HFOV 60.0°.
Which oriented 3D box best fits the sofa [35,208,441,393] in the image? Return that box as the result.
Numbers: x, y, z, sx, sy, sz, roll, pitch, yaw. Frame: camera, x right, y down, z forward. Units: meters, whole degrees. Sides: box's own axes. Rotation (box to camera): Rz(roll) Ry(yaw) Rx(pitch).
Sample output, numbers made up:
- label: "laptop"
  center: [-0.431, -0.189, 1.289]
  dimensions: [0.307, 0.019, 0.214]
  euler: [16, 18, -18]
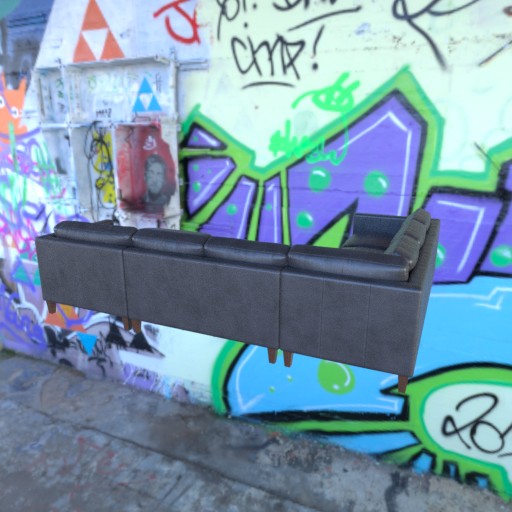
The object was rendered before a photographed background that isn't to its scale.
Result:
- label: "sofa"
  center: [0.000, 0.000, 4.505]
  dimensions: [3.324, 0.891, 2.452]
  euler: [7, 17, 23]
